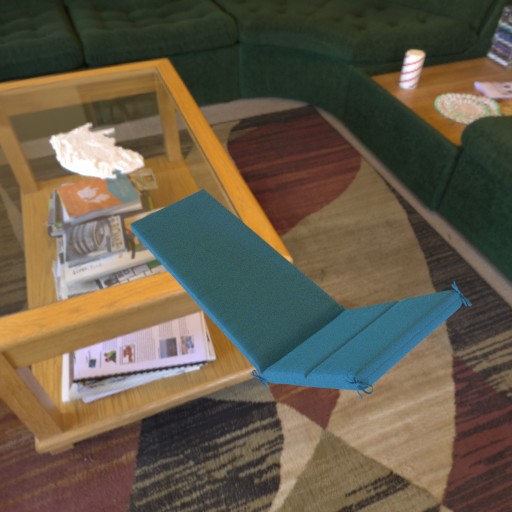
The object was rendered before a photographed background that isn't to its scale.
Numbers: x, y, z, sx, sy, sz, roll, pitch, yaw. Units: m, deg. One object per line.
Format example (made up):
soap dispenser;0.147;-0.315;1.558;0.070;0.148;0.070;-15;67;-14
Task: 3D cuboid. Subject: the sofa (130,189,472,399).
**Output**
sofa;0.000;0.000;2.015;0.582;0.622;1.663;-31;54;-26
